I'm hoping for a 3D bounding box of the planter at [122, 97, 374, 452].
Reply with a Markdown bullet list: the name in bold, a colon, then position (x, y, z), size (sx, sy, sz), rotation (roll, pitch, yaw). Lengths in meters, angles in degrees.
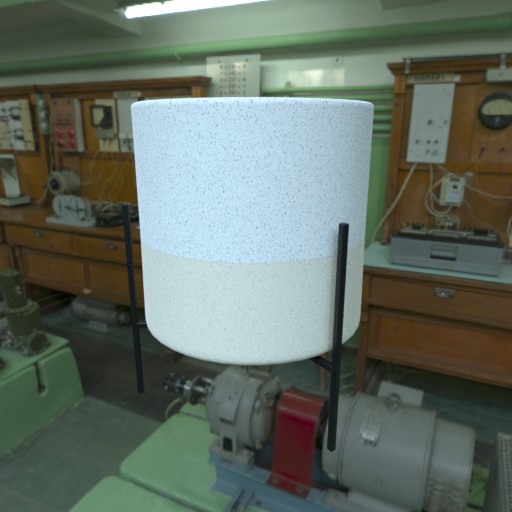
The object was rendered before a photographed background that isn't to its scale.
- **planter**: position (0.000, 0.000, 0.651), size (0.313, 0.423, 0.335), rotation (7, 18, 23)
